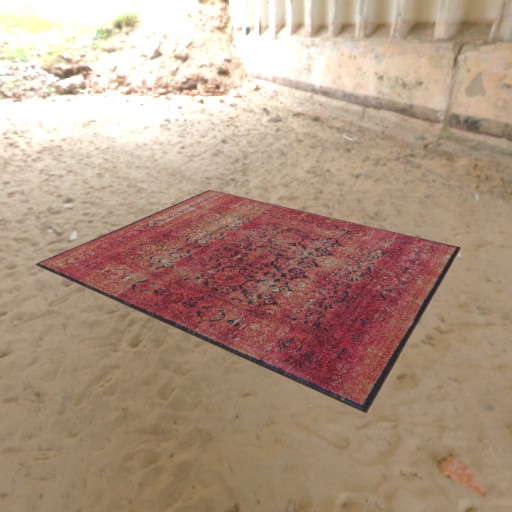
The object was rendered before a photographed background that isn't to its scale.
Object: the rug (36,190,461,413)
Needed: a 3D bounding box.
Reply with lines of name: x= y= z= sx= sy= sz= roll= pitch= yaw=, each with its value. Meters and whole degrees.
rug: x=0.000 y=0.000 z=4.020 sx=3.032 sy=0.020 sz=2.411 roll=17 pitch=32 yaw=29
